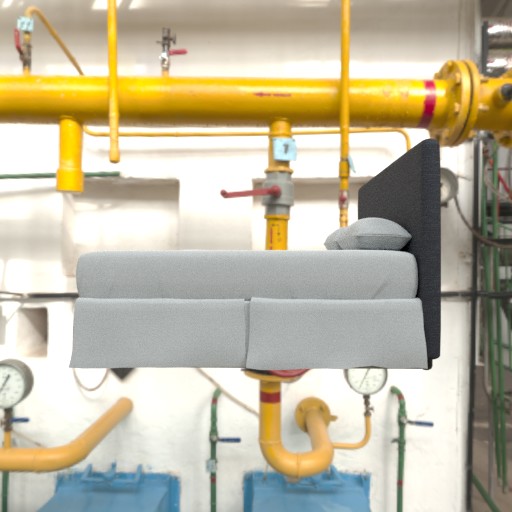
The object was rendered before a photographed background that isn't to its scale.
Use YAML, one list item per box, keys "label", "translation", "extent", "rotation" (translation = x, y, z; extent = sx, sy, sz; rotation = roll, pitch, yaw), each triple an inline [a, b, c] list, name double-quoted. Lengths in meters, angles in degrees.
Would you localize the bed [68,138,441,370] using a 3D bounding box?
- label: "bed"
  translation: [0.000, 0.000, 3.401]
  extent: [2.142, 1.330, 1.884]
  rotation: [0, 0, 2]
